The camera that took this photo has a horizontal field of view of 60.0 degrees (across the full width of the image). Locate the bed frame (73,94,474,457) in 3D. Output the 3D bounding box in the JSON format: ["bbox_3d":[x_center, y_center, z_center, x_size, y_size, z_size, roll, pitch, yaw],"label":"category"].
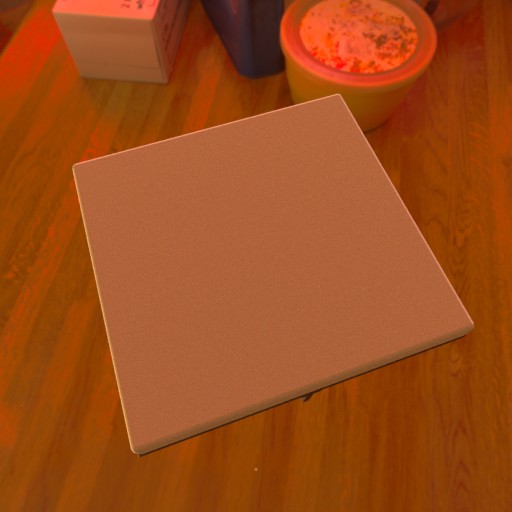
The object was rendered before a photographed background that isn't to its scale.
[{"bbox_3d":[0.000,0.000,3.915,2.635,0.680,2.526,-18,66,-8],"label":"bed frame"}]
